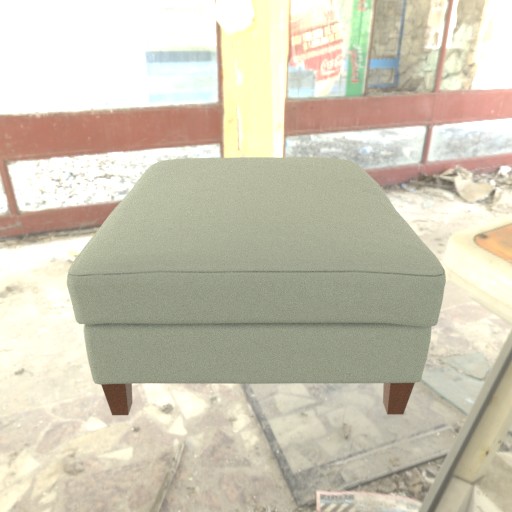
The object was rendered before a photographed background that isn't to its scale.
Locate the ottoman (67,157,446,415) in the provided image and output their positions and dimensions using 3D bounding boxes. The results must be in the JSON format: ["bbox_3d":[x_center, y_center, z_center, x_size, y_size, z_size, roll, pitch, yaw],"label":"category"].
[{"bbox_3d":[0.000,0.000,1.460,0.842,0.494,0.991,0,26,0],"label":"ottoman"}]
